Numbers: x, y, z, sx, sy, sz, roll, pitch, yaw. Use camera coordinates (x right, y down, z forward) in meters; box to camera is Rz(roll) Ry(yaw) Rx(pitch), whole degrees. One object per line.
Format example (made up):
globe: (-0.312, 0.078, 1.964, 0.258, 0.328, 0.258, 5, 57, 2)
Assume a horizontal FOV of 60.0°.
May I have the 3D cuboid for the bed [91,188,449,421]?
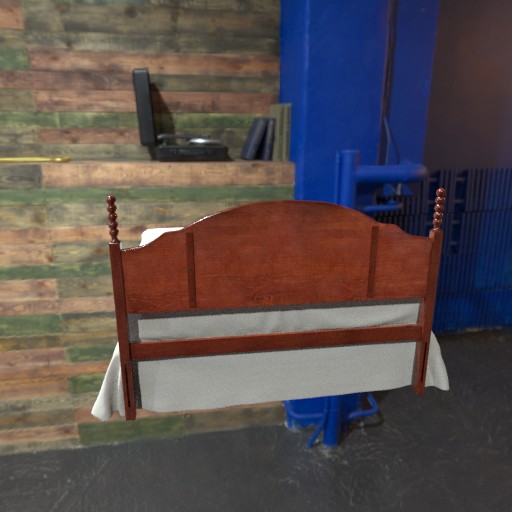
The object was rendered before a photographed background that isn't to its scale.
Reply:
bed: (0.000, 0.000, 3.652, 2.322, 1.355, 2.219, -2, 16, -8)
